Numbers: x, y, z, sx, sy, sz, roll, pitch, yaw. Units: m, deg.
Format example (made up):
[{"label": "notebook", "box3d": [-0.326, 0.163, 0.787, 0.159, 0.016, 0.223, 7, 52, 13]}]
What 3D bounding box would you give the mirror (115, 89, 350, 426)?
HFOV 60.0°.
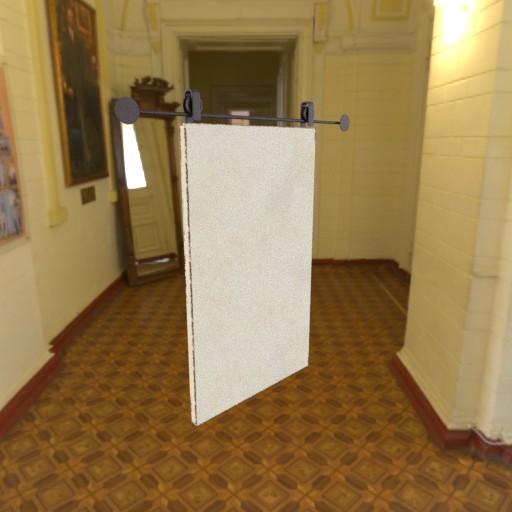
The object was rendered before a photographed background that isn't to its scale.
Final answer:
[{"label": "mirror", "box3d": [0.000, 0.000, 1.240, 0.808, 0.844, 0.037, -14, 20, -43]}]
